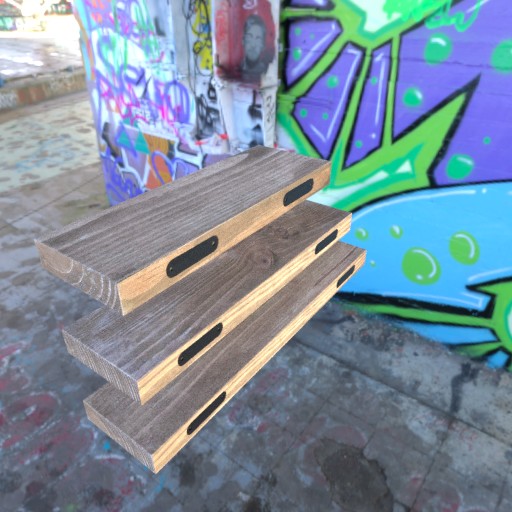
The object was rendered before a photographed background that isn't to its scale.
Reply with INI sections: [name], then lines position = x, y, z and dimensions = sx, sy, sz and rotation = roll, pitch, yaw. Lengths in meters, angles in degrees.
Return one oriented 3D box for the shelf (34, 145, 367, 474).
[shelf]
position = 0.000, 0.000, 0.724
dimensions = 0.140, 0.293, 0.610
rotation = 21, 38, 31
